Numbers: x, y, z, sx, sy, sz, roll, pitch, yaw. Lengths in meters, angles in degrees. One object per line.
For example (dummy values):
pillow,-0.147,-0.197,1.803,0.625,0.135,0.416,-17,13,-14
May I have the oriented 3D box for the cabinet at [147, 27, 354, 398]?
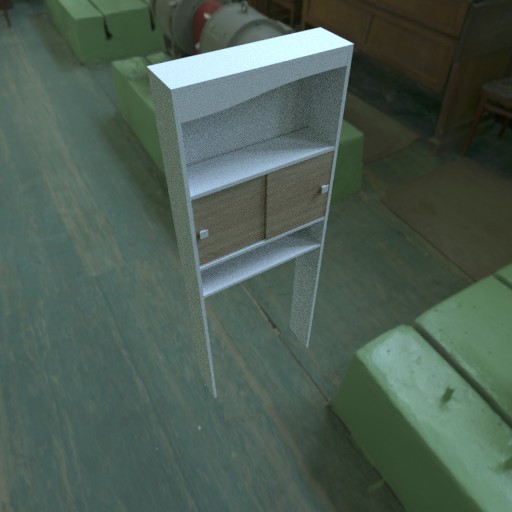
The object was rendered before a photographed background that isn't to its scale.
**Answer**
cabinet,0.000,0.000,2.003,0.643,1.770,0.192,-23,50,-21
